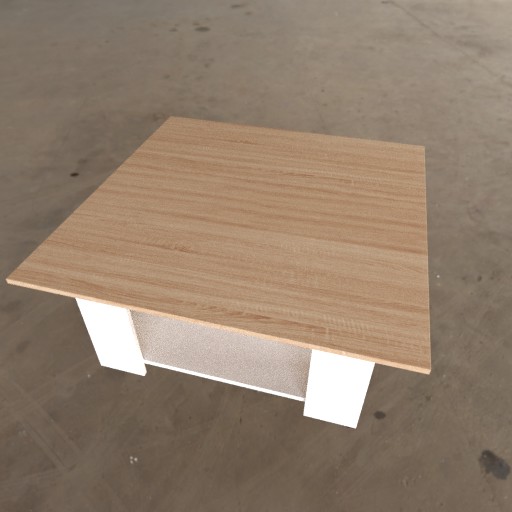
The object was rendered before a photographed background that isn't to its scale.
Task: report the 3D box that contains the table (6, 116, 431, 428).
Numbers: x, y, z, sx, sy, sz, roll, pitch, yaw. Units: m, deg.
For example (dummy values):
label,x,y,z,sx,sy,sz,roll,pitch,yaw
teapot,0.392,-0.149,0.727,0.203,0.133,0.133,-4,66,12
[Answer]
label,x,y,z,sx,sy,sz,roll,pitch,yaw
table,0.000,0.000,1.005,0.670,0.305,0.670,10,42,12
